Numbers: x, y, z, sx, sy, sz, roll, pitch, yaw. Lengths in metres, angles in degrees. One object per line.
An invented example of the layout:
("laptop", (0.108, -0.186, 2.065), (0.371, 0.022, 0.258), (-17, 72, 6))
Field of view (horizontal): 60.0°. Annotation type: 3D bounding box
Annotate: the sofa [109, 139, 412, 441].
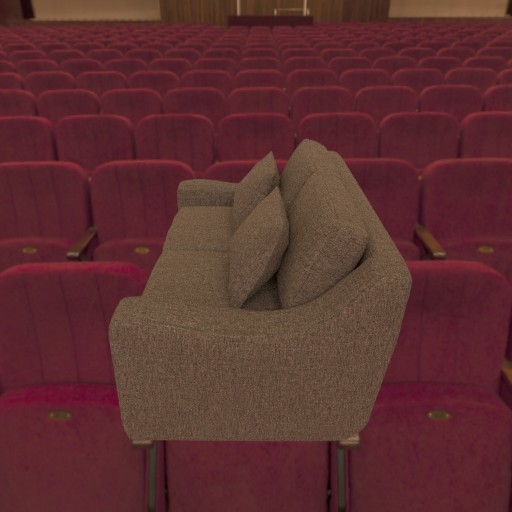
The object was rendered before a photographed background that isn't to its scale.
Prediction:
("sofa", (0.000, 0.000, 2.441), (1.120, 0.991, 1.778), (0, 27, 1))
